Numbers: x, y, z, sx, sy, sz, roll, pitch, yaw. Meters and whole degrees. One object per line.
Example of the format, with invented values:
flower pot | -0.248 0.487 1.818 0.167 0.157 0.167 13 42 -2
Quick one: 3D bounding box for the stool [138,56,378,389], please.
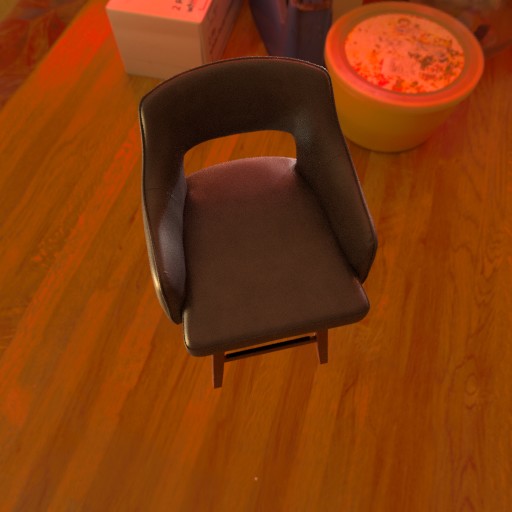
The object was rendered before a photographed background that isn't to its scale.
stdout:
stool | 0.000 0.000 1.296 0.550 0.936 0.560 -11 64 -6
